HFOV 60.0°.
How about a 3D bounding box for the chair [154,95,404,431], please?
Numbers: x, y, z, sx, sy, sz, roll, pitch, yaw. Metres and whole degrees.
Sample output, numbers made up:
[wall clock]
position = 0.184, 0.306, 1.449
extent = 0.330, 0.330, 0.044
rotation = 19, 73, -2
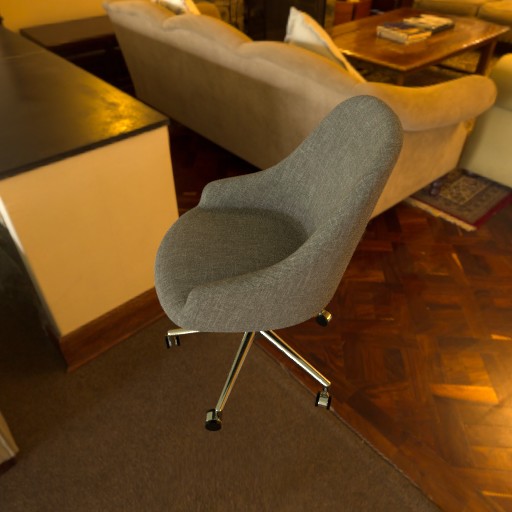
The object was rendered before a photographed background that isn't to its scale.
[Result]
[chair]
position = 0.000, 0.000, 1.415
extent = 0.712, 0.950, 0.671
rotation = -1, 40, -1
